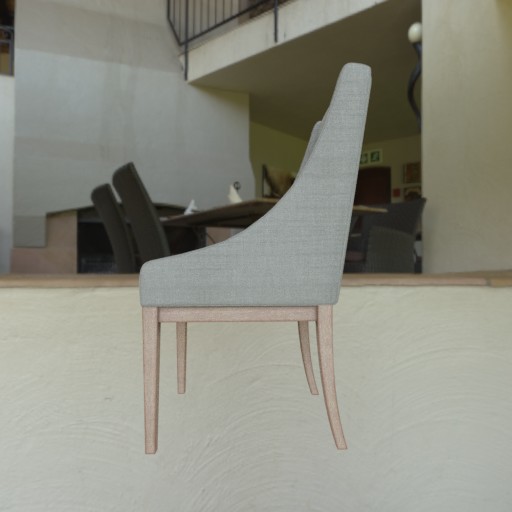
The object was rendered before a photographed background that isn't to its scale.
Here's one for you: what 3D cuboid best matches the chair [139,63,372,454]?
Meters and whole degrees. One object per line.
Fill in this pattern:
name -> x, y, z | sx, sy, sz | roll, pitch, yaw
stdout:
chair -> 0.000, 0.000, 1.418 | 0.611, 1.021, 0.575 | 0, -1, -1
